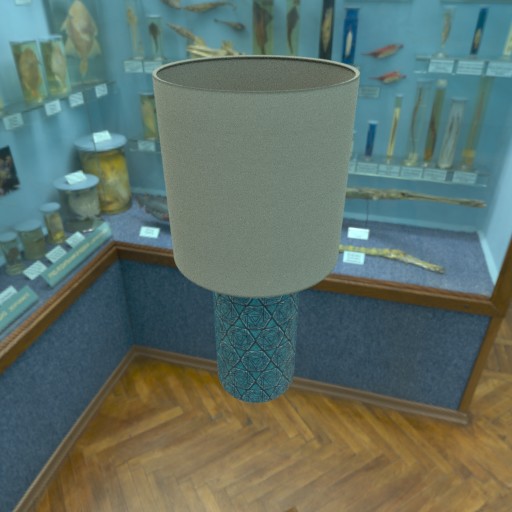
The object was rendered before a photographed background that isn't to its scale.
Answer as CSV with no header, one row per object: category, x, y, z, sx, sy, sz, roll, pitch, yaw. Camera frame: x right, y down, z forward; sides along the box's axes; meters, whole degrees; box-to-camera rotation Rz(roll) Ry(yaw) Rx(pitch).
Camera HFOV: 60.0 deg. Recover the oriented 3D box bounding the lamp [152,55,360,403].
lamp,0.000,0.000,0.761,0.278,0.597,0.278,9,33,15
